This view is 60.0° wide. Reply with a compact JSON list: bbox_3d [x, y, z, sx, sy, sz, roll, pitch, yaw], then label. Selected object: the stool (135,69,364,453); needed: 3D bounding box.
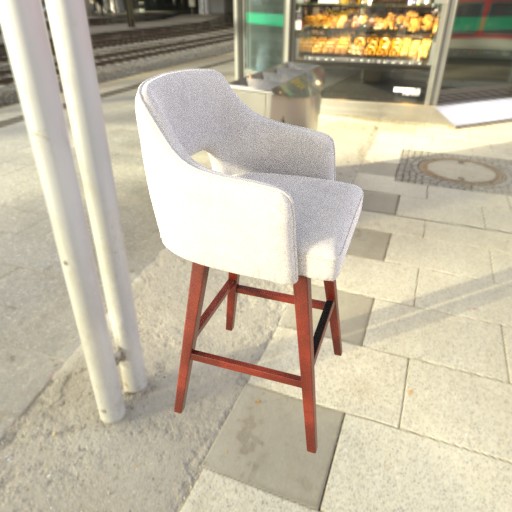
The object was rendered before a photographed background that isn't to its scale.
[{"bbox_3d":[0.000,0.000,1.348,0.558,1.012,0.548,10,31,17],"label":"stool"}]
